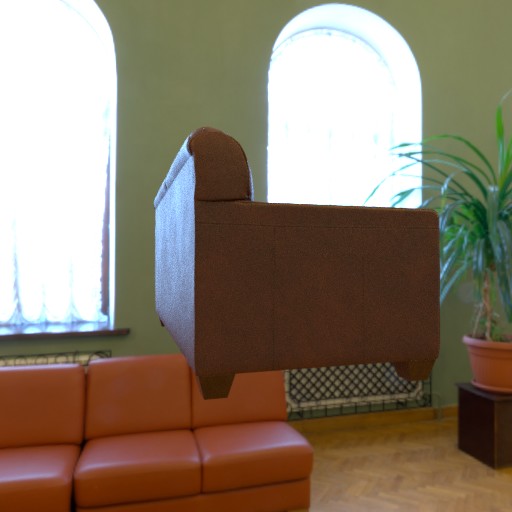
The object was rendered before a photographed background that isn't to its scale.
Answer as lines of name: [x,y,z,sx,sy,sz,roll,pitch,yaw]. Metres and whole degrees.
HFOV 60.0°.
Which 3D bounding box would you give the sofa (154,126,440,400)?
sofa: [0.000,0.000,2.439,1.000,0.966,1.856,0,-1,-17]
